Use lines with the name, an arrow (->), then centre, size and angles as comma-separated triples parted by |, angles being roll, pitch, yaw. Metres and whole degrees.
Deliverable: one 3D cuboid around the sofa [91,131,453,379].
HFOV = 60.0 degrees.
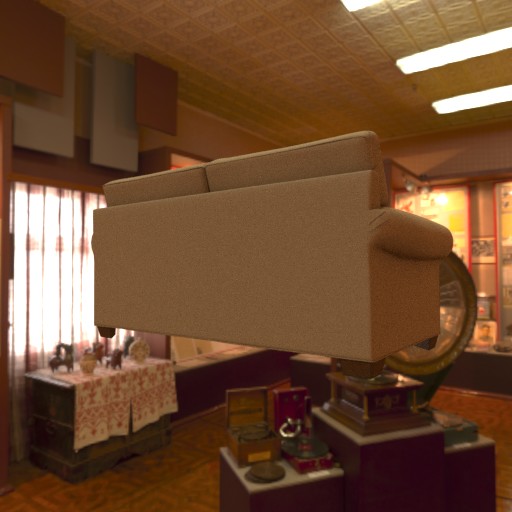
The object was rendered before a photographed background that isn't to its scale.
sofa -> 0.000, 0.000, 2.476 | 1.930, 0.952, 0.940 | -1, -2, 37
